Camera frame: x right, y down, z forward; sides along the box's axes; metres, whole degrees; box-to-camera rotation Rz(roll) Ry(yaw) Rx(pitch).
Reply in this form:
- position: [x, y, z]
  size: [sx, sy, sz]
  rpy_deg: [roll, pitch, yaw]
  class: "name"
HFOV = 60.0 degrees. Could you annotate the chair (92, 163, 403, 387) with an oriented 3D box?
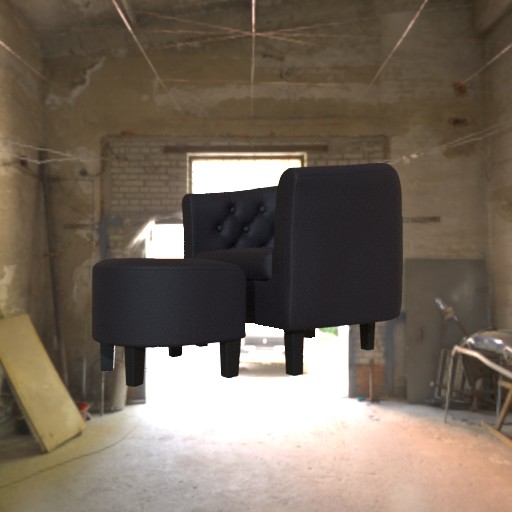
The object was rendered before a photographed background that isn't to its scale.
- position: [0.000, 0.000, 1.673]
  size: [1.191, 0.760, 0.763]
  rpy_deg: [1, -1, -37]
  class: "chair"
